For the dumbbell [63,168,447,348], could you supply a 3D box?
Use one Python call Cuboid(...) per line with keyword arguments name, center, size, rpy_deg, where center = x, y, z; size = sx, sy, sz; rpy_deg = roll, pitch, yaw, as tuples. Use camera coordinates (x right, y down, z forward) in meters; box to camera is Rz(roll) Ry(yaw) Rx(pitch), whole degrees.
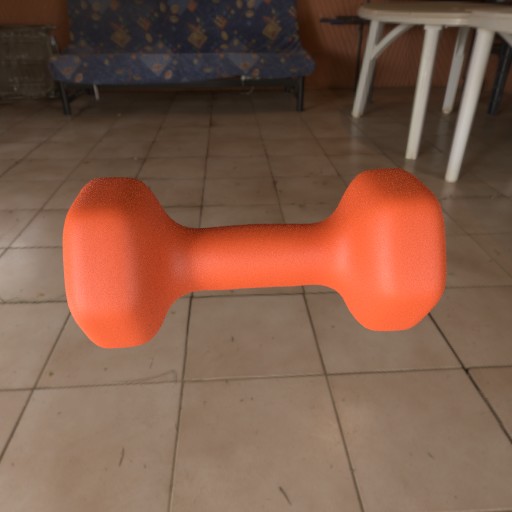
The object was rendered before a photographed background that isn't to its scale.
Cuboid(name="dumbbell", center=(0.000, 0.000, 0.207), size=(0.162, 0.071, 0.079), rpy_deg=(-2, 30, -4))
